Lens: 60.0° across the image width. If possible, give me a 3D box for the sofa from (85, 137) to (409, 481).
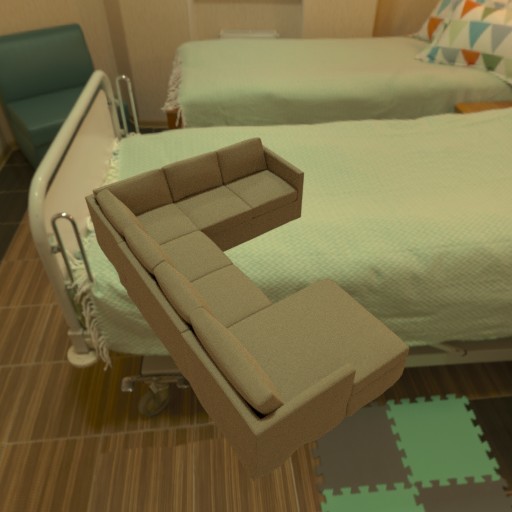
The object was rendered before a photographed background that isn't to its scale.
[{"bbox_3d":[0.000,0.000,4.675,2.476,0.878,3.528,-24,47,-25],"label":"sofa"}]
